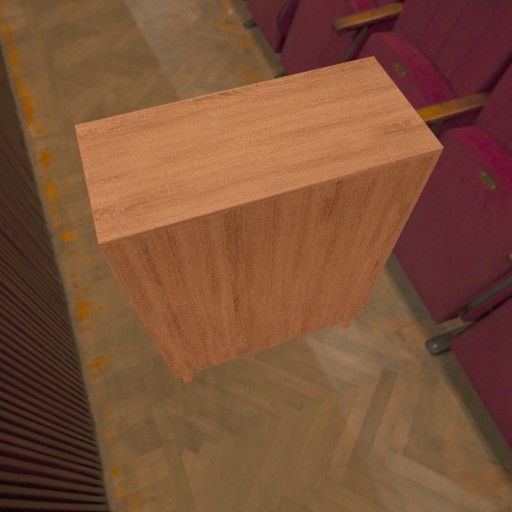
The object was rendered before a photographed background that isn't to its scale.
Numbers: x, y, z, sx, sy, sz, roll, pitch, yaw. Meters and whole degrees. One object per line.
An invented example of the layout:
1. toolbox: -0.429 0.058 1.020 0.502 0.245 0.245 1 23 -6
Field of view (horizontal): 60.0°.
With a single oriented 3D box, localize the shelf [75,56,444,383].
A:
1. shelf: 0.000 0.000 1.908 1.000 1.390 0.450 -17 61 -10
